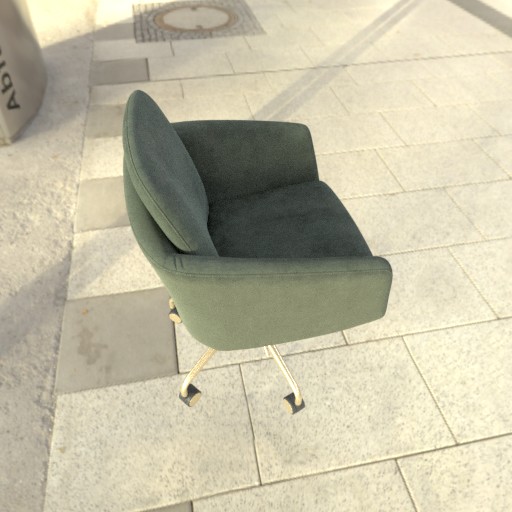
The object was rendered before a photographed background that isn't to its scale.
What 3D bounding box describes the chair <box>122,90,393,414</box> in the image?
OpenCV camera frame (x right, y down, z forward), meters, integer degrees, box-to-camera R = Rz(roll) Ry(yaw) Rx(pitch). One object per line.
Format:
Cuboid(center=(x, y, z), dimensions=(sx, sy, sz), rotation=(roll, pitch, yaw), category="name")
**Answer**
Cuboid(center=(0.000, 0.000, 1.320), dimensions=(0.635, 0.908, 0.641), rotation=(-10, 47, -9), category="chair")
